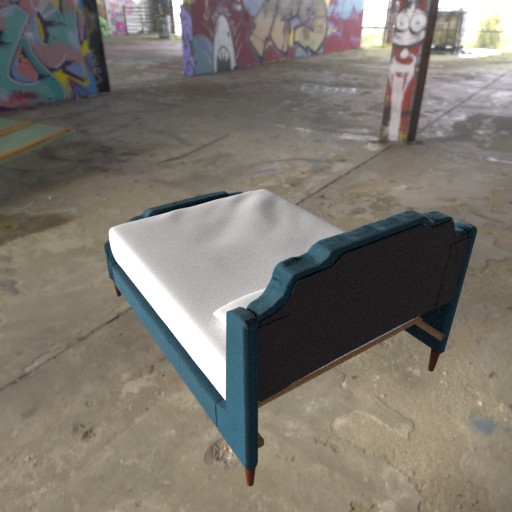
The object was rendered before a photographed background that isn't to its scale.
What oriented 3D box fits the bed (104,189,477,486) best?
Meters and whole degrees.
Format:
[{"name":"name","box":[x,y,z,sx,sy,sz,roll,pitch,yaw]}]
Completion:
[{"name":"bed","box":[0.000,0.000,3.317,1.676,1.351,2.322,-19,35,-29]}]
